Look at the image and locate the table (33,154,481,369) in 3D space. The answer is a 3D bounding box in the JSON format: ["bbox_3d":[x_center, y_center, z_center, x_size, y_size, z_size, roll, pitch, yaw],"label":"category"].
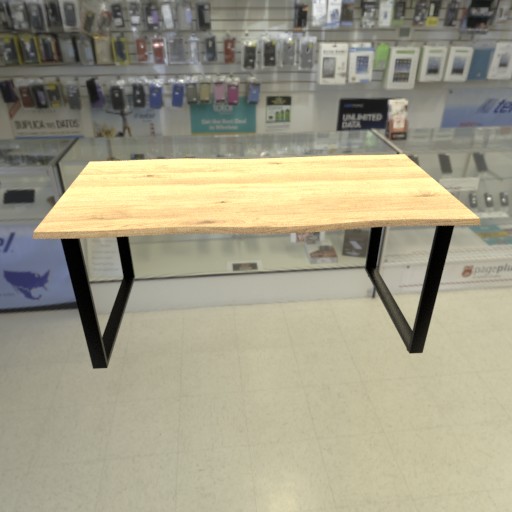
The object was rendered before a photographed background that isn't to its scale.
[{"bbox_3d":[0.000,0.000,2.329,1.800,0.780,0.900,-2,30,-3],"label":"table"}]
